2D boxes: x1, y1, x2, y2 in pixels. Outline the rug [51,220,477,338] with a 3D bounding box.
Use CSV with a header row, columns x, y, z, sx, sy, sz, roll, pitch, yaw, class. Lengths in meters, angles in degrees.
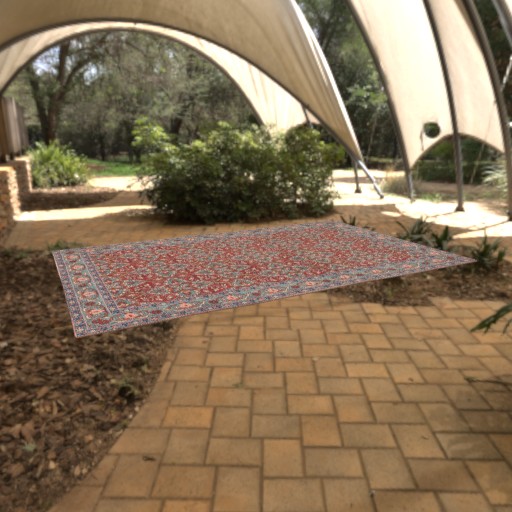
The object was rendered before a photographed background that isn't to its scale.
x,y,z,sx,sy,sz,roll,pitch,yaw,class
0.000,0.000,2.990,2.439,0.011,1.533,-8,17,-26,rug
